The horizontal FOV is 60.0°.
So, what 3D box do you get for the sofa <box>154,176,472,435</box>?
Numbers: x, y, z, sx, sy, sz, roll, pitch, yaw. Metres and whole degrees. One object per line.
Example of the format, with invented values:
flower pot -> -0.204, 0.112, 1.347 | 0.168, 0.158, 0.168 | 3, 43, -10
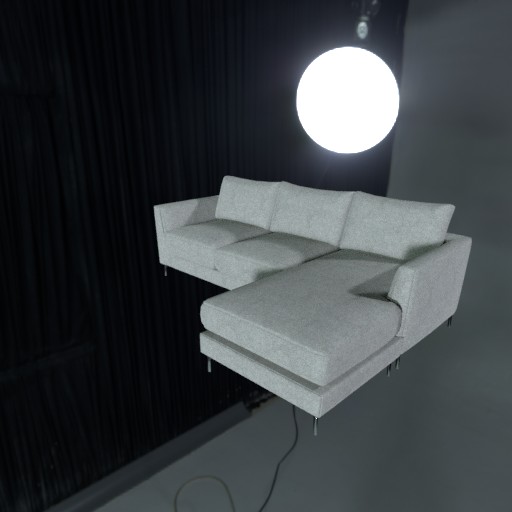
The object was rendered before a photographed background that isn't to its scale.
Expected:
sofa -> 0.000, 0.000, 3.186 | 2.438, 0.864, 1.626 | 16, 24, 42
